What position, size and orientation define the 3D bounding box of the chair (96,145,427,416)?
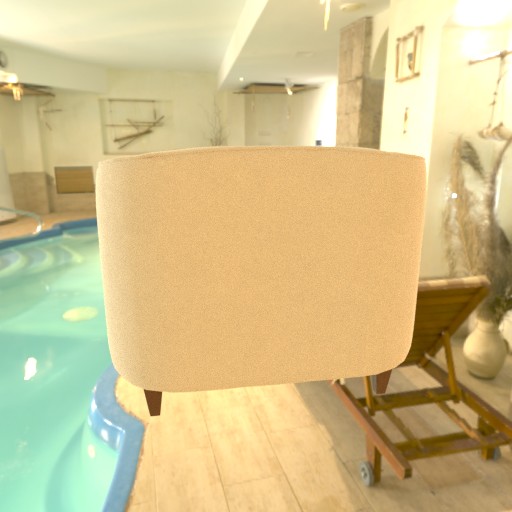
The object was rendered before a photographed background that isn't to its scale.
[{"bbox_3d":[0.000,0.000,1.749,1.104,0.852,0.941,-2,15,-9],"label":"chair"}]
